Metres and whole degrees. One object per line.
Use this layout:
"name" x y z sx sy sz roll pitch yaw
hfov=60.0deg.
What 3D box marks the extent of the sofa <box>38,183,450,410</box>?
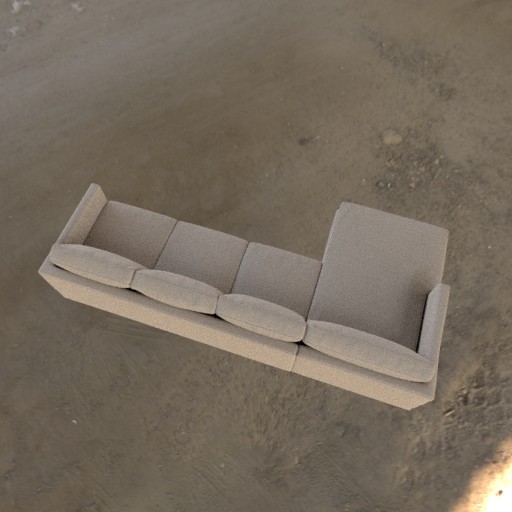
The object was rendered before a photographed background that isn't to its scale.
"sofa" 0.000 0.000 3.899 3.186 0.846 1.625 17 65 8
